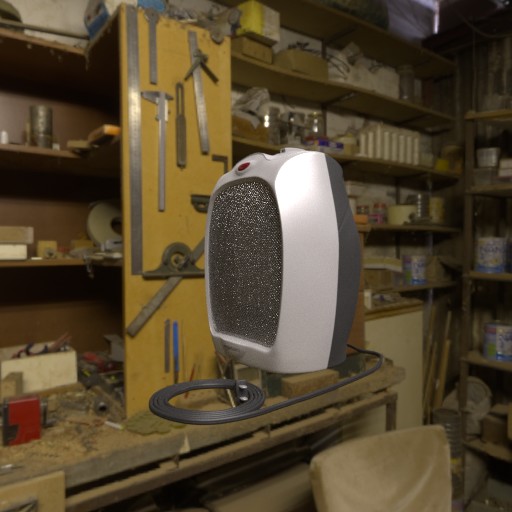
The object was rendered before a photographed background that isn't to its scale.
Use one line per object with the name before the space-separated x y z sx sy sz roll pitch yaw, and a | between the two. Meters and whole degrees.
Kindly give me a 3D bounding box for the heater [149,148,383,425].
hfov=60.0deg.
heater | 0.000 0.000 0.476 0.291 0.240 0.239 -1 1 -36
